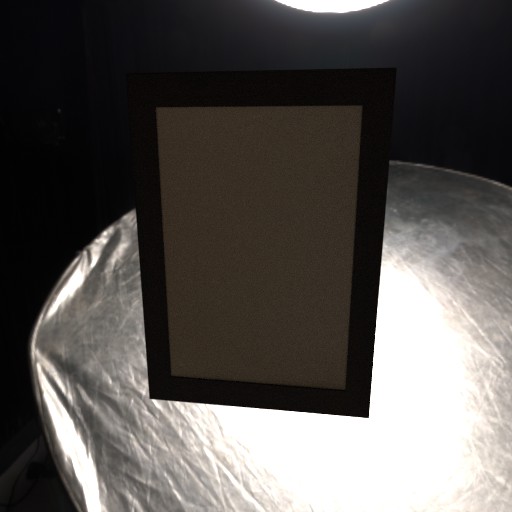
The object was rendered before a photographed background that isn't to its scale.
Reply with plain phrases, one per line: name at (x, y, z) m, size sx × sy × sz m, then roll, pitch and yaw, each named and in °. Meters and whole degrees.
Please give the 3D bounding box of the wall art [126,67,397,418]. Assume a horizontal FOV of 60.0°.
wall art at (0.000, 0.000, 0.654) m, size 0.359 × 0.508 × 0.013 m, roll 2°, pitch 16°, yaw 8°
